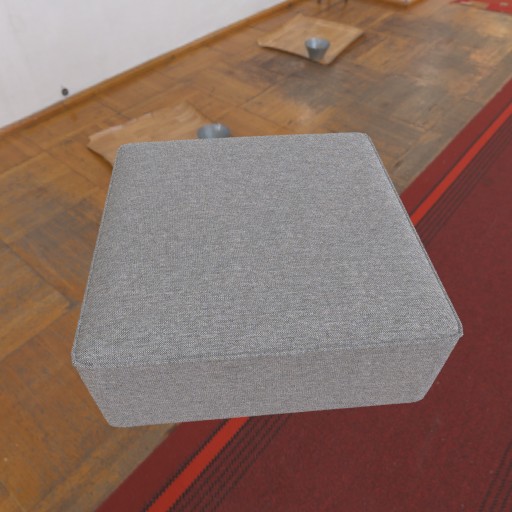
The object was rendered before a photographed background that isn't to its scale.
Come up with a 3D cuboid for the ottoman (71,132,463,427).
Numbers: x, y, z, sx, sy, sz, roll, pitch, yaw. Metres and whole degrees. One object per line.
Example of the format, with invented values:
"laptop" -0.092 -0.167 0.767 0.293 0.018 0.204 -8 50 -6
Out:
"ottoman" 0.000 0.000 1.566 1.005 0.455 1.005 -4 46 -3
